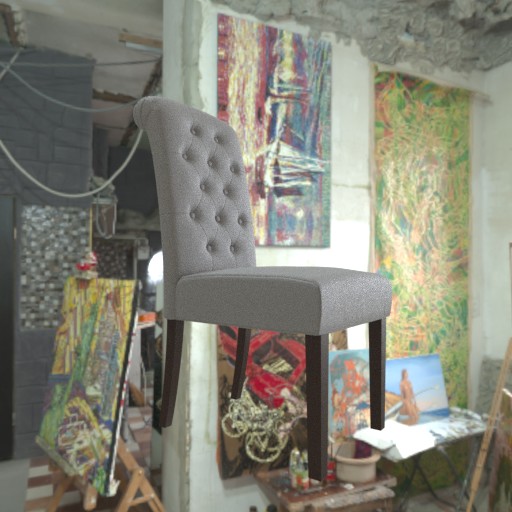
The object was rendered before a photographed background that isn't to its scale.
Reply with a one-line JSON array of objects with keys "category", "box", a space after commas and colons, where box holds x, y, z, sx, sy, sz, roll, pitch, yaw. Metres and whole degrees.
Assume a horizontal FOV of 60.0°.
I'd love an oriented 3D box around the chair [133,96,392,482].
[{"category": "chair", "box": [0.000, 0.000, 1.333, 0.671, 1.006, 0.456, -1, -1, 36]}]
